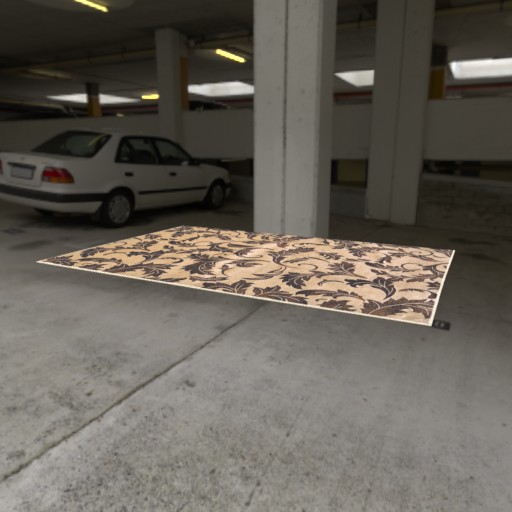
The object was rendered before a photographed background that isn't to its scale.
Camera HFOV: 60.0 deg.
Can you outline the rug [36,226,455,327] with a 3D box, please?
[{"bbox_3d":[0.000,0.000,2.874,2.284,0.008,1.522,7,15,26],"label":"rug"}]
